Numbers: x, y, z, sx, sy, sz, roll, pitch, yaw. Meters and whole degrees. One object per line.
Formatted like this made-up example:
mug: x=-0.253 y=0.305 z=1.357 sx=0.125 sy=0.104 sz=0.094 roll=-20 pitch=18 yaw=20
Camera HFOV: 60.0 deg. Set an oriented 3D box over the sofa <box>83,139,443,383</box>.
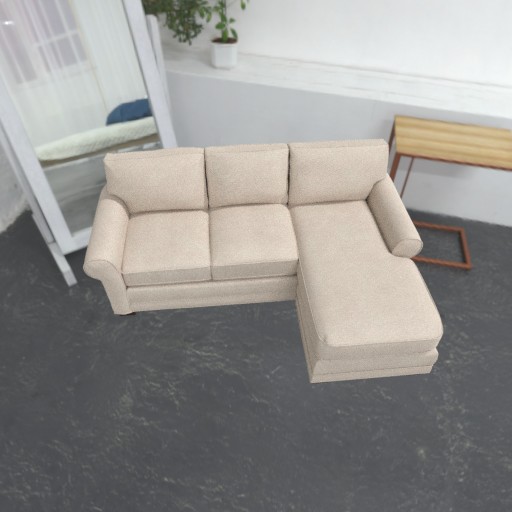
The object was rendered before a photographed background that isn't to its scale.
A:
sofa: x=0.000 y=0.000 z=2.389 sx=1.770 sy=0.734 sz=1.226 roll=-4 pitch=46 yaw=-4
